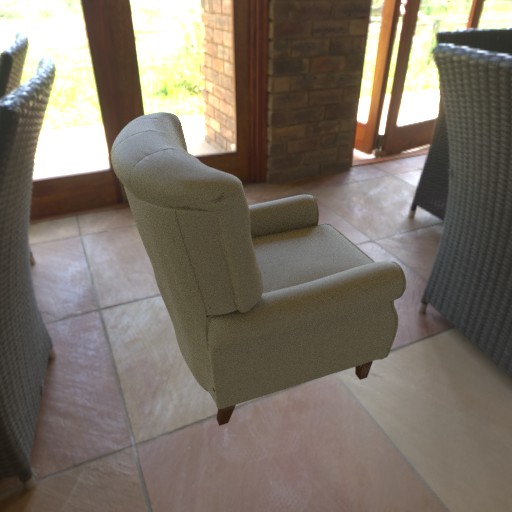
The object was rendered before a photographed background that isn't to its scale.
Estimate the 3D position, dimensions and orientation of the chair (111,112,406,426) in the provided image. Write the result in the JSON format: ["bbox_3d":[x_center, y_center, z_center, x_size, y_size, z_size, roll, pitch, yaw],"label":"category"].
[{"bbox_3d":[0.000,0.000,1.937,1.059,1.158,0.943,-12,33,-18],"label":"chair"}]
